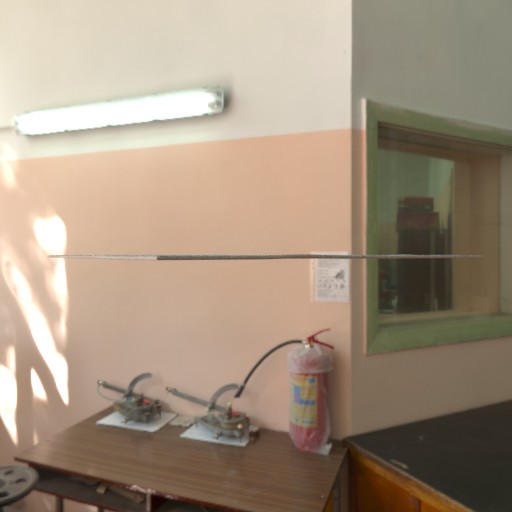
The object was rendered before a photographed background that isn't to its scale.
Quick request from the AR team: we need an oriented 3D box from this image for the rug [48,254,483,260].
[{"bbox_3d":[0.000,0.000,0.852,0.639,0.006,0.548,0,0,-36],"label":"rug"}]
